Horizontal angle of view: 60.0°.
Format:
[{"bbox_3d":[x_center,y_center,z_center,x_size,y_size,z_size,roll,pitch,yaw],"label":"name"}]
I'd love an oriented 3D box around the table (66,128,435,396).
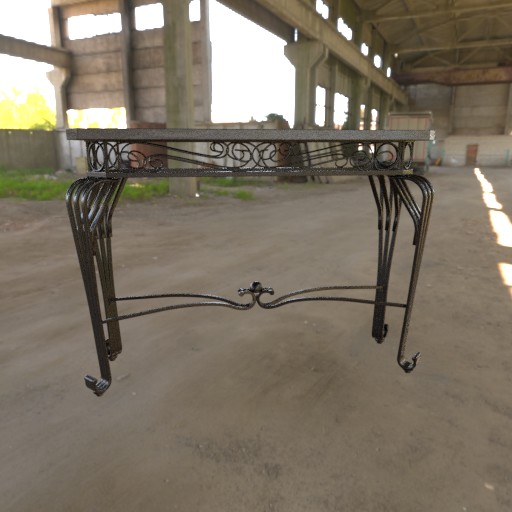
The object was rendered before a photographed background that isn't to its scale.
[{"bbox_3d":[0.000,0.000,1.472,1.112,0.800,0.329,-2,14,-8],"label":"table"}]
